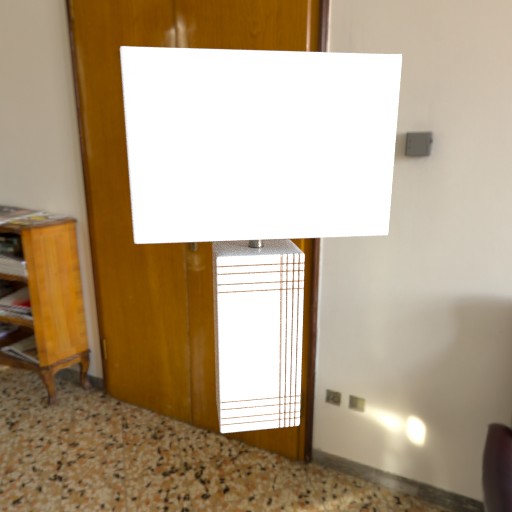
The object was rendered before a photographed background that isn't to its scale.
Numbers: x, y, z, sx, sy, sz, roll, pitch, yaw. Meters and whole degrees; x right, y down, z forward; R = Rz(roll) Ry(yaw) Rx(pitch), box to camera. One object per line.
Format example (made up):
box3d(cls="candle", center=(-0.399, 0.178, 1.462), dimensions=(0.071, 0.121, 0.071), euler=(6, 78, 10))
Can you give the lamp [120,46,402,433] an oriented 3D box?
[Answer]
box3d(cls="lamp", center=(0.000, 0.000, 0.671), dimensions=(0.334, 0.543, 0.182), euler=(-2, 15, -8))
